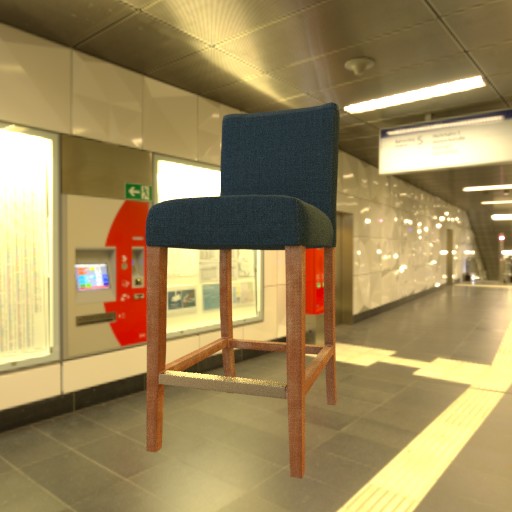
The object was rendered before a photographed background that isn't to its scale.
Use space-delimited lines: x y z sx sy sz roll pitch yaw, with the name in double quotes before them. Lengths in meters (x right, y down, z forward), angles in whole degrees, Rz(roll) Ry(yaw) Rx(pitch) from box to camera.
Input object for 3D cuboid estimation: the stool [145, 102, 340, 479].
"stool" 0.000 0.000 1.357 0.454 1.039 0.567 0 1 20
